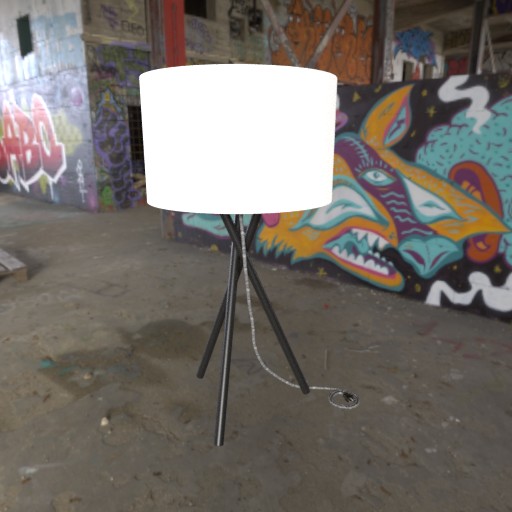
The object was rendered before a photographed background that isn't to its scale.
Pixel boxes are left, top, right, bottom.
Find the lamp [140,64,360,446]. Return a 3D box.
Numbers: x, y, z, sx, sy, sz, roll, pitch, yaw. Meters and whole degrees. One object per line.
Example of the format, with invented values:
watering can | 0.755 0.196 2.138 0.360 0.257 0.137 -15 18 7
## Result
lamp | 0.000 0.000 0.912 0.422 0.674 0.353 -7 16 -26
